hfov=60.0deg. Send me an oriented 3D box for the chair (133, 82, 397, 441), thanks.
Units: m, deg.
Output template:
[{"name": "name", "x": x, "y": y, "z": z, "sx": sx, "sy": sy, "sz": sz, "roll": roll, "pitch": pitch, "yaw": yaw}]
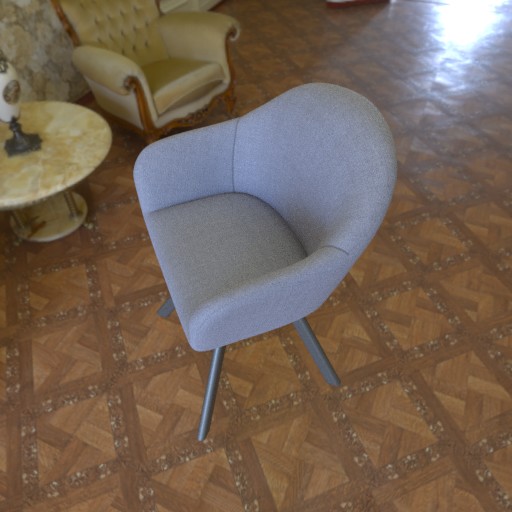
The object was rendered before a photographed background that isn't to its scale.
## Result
[{"name": "chair", "x": 0.000, "y": 0.000, "z": 1.177, "sx": 0.550, "sy": 0.795, "sz": 0.590, "roll": -16, "pitch": 48, "yaw": -16}]
